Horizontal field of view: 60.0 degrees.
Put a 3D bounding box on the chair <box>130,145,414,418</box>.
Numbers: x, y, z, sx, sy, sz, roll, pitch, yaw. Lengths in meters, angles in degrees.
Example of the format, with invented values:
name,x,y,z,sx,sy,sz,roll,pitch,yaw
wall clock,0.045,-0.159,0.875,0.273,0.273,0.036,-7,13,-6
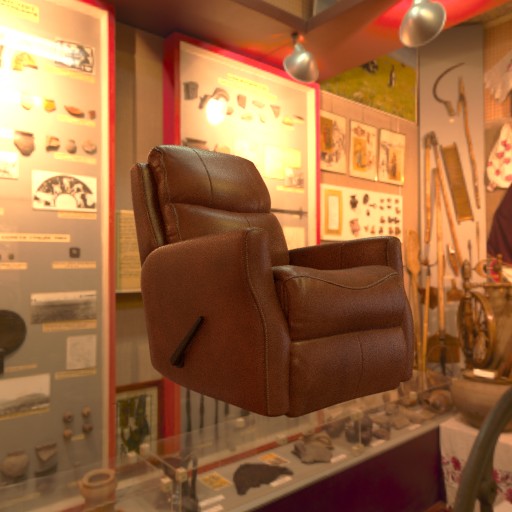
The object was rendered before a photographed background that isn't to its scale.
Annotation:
name,x,y,z,sx,sy,sz,roll,pitch,yaw
chair,0.000,0.000,1.806,0.821,1.016,1.072,1,-1,-38
